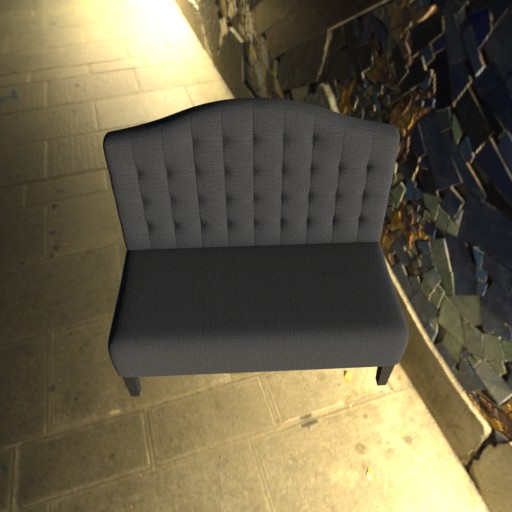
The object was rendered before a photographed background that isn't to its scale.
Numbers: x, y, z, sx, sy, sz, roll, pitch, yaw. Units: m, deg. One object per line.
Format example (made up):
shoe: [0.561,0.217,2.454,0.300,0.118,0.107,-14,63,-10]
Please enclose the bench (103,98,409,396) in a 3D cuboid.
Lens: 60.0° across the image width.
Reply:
bench: [0.000,0.000,2.082,1.335,1.180,0.815,-2,47,-2]
